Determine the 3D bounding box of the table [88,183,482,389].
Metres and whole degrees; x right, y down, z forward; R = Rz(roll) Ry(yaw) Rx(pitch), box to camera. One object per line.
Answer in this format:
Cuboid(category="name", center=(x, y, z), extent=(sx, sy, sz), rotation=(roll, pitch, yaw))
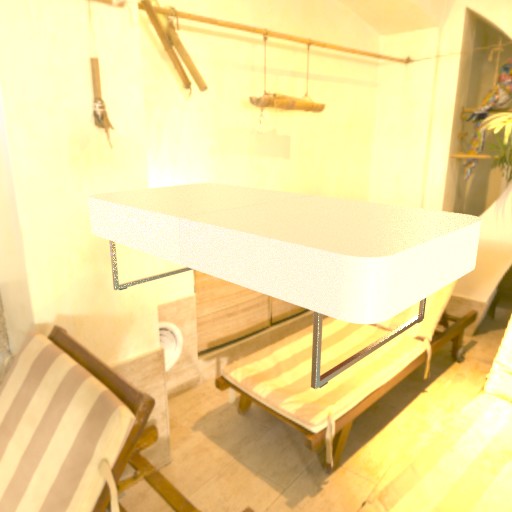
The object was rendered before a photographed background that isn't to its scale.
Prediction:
Cuboid(category="table", center=(0.000, 0.000, 1.458), extent=(1.200, 0.340, 0.600), rotation=(15, 22, 43))
